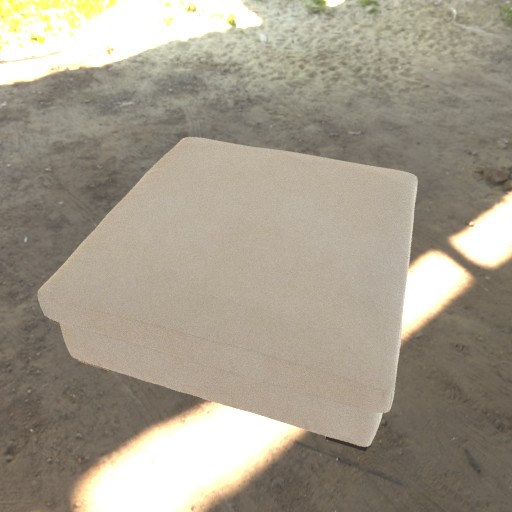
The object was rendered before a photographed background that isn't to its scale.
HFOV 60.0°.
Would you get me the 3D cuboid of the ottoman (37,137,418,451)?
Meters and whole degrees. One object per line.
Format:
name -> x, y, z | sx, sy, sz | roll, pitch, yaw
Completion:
ottoman -> 0.000, 0.000, 1.857 | 1.205, 0.522, 1.190 | 12, 44, 13
